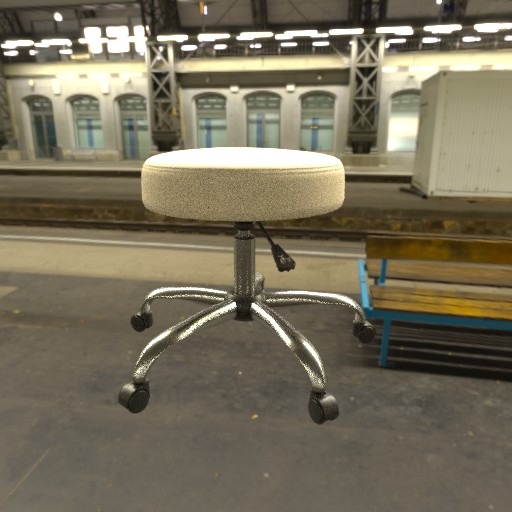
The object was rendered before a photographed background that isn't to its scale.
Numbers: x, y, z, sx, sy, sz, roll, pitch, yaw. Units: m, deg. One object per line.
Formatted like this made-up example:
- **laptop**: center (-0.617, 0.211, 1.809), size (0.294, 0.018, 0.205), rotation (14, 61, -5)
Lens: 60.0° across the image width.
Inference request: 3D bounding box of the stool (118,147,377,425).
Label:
- **stool**: center (0.000, 0.000, 1.016), size (0.614, 0.482, 0.634), rotation (-3, 16, -11)
